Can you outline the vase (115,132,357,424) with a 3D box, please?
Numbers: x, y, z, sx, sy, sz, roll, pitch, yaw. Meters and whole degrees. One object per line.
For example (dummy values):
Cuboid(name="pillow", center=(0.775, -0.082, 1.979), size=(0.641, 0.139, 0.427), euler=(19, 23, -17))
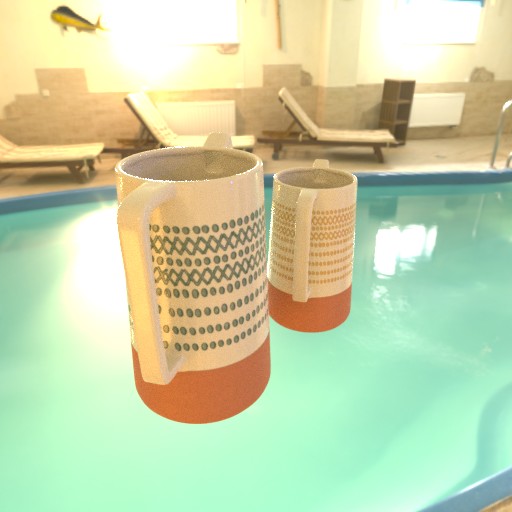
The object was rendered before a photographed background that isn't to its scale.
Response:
Cuboid(name="vase", center=(0.000, 0.000, 0.472), size=(0.326, 0.247, 0.168), euler=(-17, 31, -31))
